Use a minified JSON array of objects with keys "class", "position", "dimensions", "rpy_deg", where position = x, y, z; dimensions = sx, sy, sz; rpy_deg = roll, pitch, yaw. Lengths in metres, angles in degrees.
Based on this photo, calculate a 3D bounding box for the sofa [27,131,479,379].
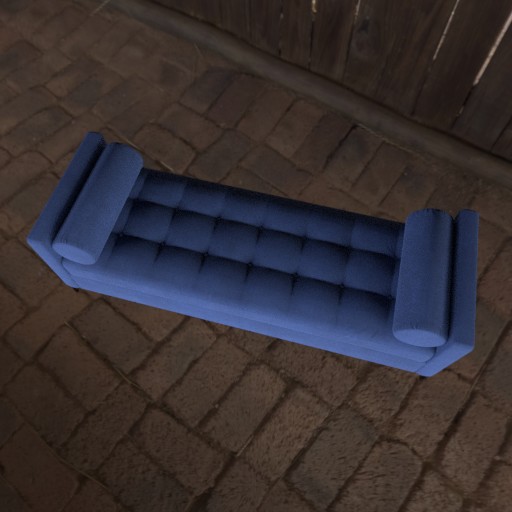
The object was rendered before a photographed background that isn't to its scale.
[{"class":"sofa","position":[0.000,0.000,2.295],"dimensions":[1.981,0.635,0.686],"rpy_deg":[13,63,7]}]
